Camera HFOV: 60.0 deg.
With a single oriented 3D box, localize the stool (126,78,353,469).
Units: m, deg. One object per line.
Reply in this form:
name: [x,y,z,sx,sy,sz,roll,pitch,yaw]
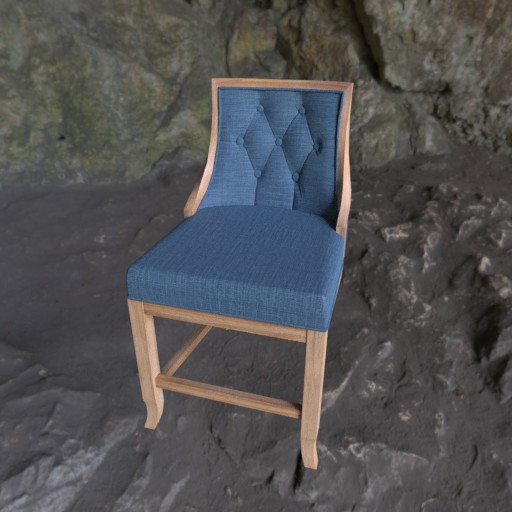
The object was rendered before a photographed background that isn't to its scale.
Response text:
stool: [0.000,0.000,1.331,0.524,0.938,0.626,8,28,14]
